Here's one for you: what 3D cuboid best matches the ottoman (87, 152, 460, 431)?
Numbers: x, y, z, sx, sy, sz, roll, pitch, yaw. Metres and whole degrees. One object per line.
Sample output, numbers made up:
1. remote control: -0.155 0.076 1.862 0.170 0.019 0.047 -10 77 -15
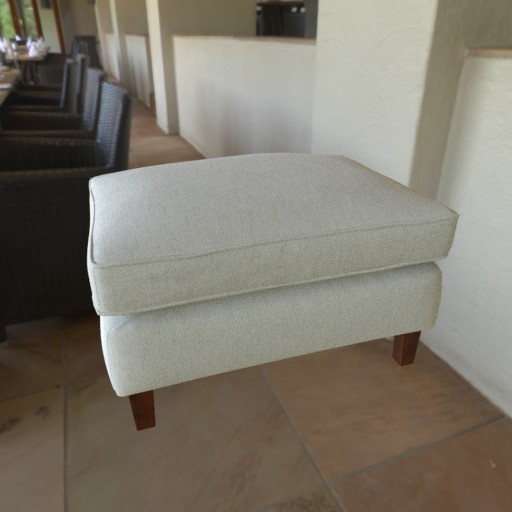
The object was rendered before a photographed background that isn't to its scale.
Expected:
1. ottoman: 0.000 0.000 0.975 0.665 0.406 0.501 -8 28 -16
